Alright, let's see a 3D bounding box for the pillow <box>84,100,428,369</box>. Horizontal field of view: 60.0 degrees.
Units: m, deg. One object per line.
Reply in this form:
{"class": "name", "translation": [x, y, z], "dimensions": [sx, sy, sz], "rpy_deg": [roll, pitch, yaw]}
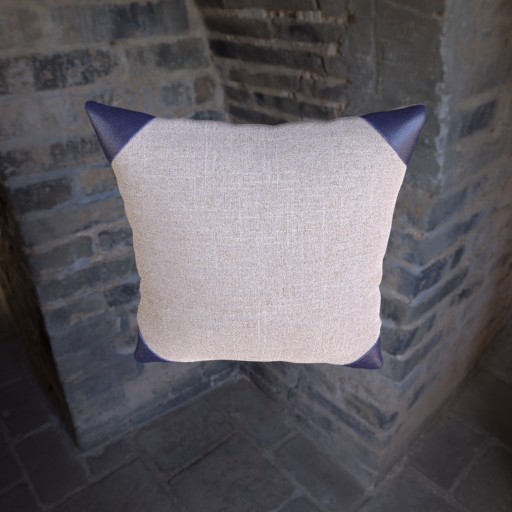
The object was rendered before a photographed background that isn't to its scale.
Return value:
{"class": "pillow", "translation": [0.000, 0.000, 0.664], "dimensions": [0.440, 0.441, 0.147], "rpy_deg": [1, 30, 1]}
